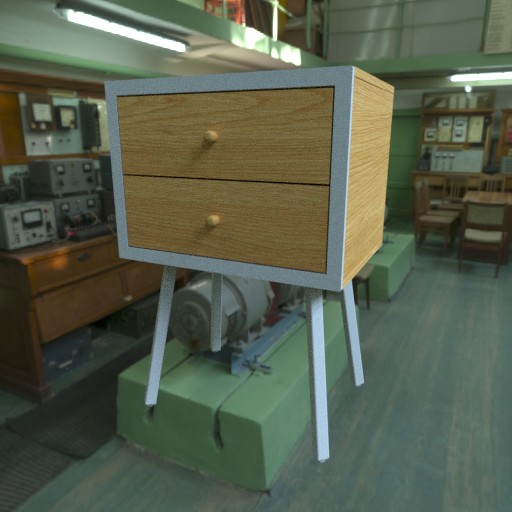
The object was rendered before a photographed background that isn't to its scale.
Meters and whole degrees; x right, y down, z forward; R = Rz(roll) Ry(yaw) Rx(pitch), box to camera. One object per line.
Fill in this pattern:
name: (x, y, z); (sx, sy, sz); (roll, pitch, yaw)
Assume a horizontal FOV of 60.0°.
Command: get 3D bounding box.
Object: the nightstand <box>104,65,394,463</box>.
nightstand: (0.000, 0.000, 0.826); (0.400, 0.601, 0.316); (7, 17, 25)
